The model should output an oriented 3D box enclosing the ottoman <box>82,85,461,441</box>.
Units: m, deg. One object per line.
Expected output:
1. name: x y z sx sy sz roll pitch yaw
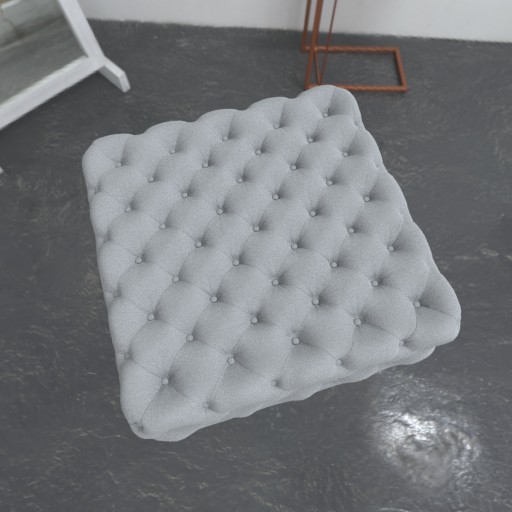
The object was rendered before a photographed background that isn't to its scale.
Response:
1. ottoman: 0.000 0.000 1.172 0.758 0.365 0.764 -15 66 -7
